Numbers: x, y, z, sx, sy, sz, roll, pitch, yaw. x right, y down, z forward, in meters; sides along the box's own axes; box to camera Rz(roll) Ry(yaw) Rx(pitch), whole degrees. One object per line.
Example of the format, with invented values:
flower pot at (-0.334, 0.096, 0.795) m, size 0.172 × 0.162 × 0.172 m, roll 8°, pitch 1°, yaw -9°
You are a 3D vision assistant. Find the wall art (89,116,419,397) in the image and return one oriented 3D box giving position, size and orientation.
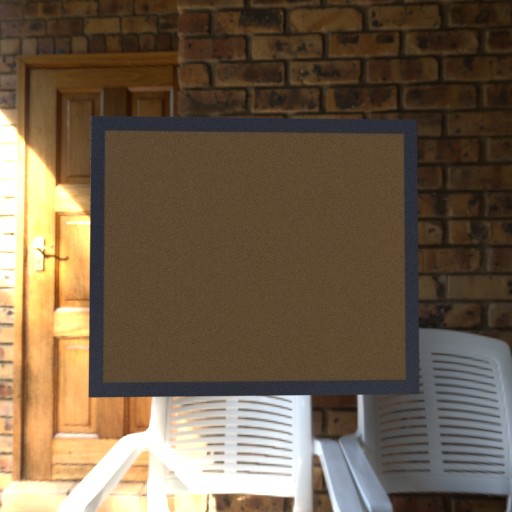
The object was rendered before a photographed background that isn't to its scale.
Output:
wall art at (0.000, 0.000, 0.902) m, size 0.660 × 0.558 × 0.026 m, roll 0°, pitch -1°, yaw -2°
